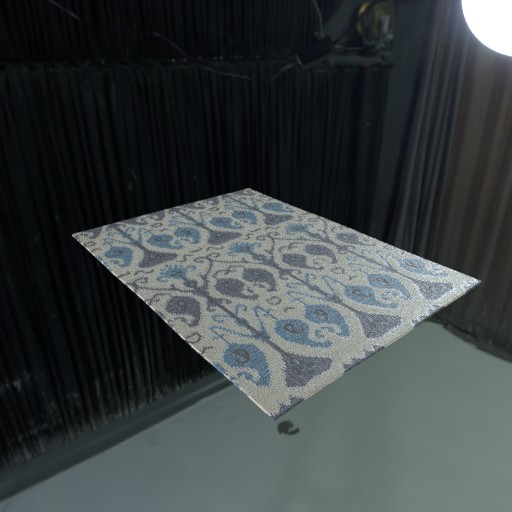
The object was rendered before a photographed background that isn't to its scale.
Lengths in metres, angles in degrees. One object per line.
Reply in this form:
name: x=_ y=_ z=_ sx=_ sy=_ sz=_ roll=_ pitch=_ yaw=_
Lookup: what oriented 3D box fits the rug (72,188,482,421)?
rug: x=0.000 y=0.000 z=2.969 sx=1.676 sy=0.013 sz=2.261 roll=-21 pitch=34 yaw=-34
